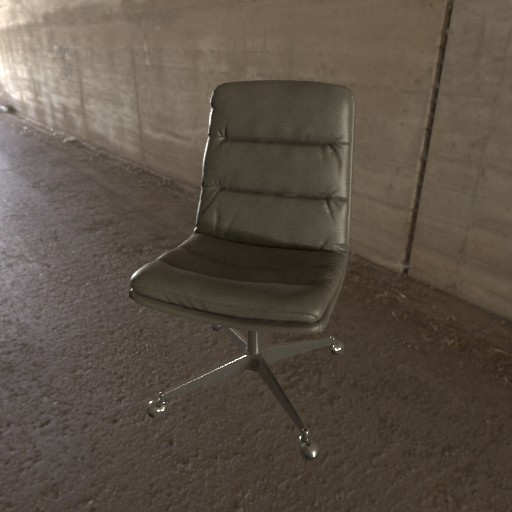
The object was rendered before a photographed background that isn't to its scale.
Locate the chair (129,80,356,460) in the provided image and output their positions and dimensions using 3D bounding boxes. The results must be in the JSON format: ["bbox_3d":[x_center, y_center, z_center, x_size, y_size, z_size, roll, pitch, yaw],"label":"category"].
[{"bbox_3d":[0.000,0.000,1.034,0.422,0.738,0.485,8,27,16],"label":"chair"}]
